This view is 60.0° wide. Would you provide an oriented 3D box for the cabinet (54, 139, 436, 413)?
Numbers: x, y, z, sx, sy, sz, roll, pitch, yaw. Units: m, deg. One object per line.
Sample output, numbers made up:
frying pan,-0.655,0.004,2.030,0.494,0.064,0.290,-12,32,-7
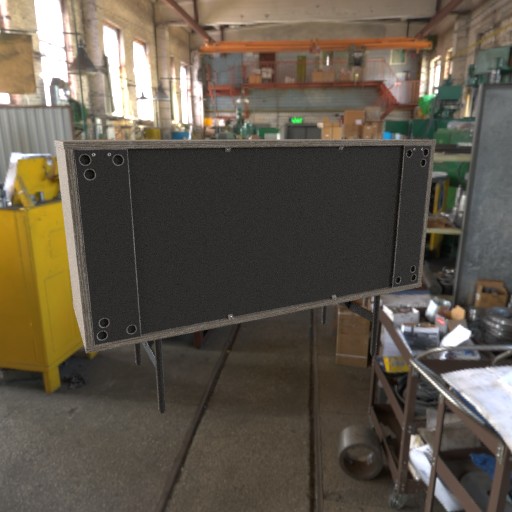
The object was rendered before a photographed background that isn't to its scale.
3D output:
cabinet,0.000,0.000,1.554,1.194,0.787,0.405,-7,17,-26
